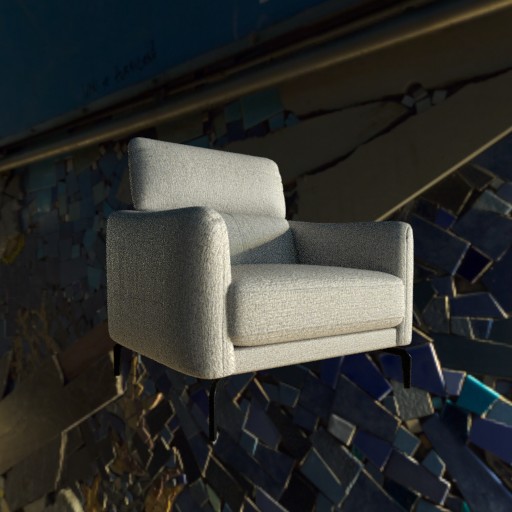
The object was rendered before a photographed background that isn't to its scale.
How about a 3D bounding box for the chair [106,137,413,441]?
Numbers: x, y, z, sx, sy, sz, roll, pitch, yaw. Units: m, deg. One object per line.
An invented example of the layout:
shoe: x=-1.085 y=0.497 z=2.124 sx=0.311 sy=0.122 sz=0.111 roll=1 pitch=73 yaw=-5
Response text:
chair: x=0.000 y=0.000 z=1.702 sx=0.972 sy=0.967 sz=0.835 roll=0 pitch=-1 yaw=-35
